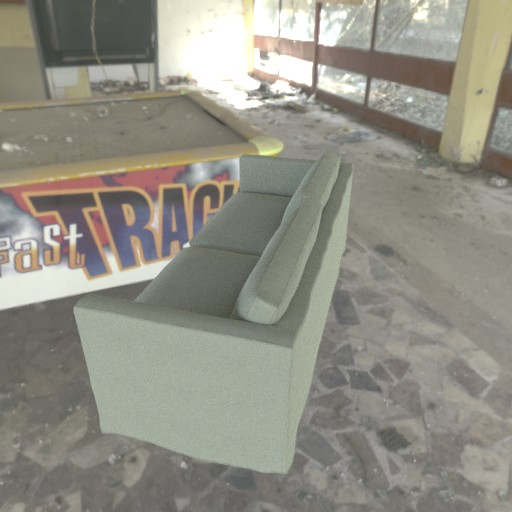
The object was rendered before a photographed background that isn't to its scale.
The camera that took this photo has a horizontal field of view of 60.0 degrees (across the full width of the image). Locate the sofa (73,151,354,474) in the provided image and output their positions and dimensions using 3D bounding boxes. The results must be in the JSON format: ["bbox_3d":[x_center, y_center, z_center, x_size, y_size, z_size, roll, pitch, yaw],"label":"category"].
[{"bbox_3d":[0.000,0.000,2.780,0.962,0.853,2.312,8,30,14],"label":"sofa"}]
